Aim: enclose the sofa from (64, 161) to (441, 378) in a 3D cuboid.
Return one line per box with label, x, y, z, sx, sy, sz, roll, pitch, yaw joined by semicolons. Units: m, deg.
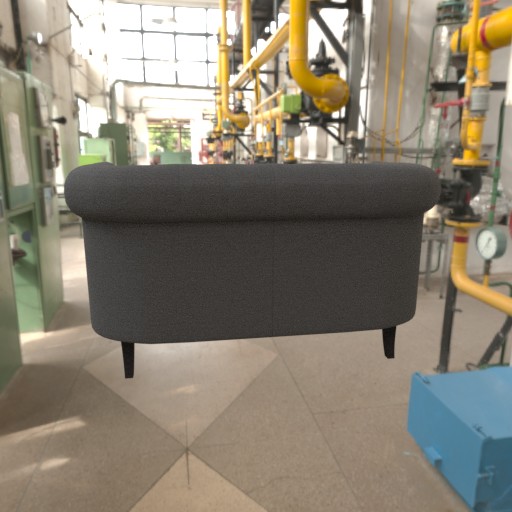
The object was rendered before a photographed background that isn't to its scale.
sofa;0.000;0.000;1.989;1.558;0.827;0.835;-2;13;-9
